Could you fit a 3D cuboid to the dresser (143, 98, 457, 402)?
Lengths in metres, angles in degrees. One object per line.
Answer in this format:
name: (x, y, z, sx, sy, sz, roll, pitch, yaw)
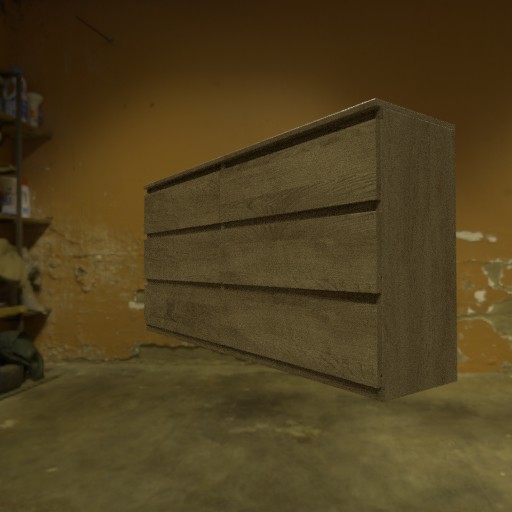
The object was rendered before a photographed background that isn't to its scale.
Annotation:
dresser: (0.000, 0.000, 1.905, 0.390, 0.795, 1.590, 1, -1, -36)
